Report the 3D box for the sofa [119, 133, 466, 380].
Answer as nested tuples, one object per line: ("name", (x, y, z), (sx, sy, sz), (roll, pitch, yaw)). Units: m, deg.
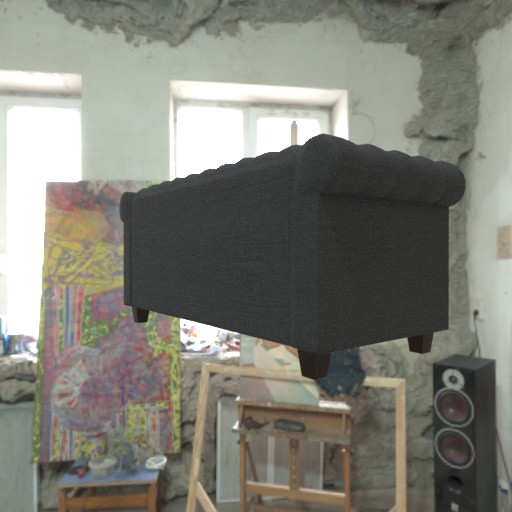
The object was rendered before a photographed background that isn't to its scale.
("sofa", (0.000, 0.000, 2.249), (0.783, 0.797, 1.798), (0, 1, -37))
